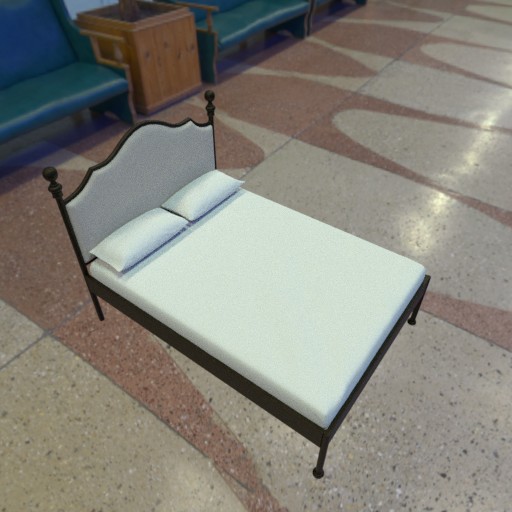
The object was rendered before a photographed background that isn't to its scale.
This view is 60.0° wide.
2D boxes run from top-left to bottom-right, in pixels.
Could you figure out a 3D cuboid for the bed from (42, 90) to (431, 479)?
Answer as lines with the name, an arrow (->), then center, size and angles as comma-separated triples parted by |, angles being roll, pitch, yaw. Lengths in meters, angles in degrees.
bed -> 0.000, 0.000, 3.292 | 2.224, 1.499, 1.642 | 27, 48, 26
